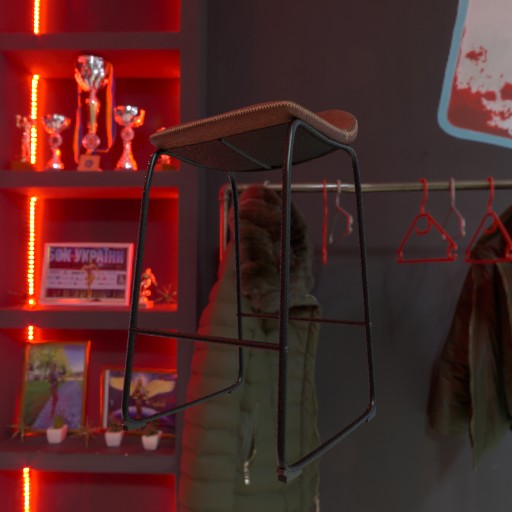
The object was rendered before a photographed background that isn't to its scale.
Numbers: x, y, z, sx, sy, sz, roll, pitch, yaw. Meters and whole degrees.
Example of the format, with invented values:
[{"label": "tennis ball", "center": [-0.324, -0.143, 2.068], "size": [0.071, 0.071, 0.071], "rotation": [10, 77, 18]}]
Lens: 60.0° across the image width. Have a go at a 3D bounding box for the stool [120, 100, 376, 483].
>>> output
[{"label": "stool", "center": [0.000, 0.000, 1.115], "size": [0.454, 0.830, 0.473], "rotation": [-1, -2, 35]}]
